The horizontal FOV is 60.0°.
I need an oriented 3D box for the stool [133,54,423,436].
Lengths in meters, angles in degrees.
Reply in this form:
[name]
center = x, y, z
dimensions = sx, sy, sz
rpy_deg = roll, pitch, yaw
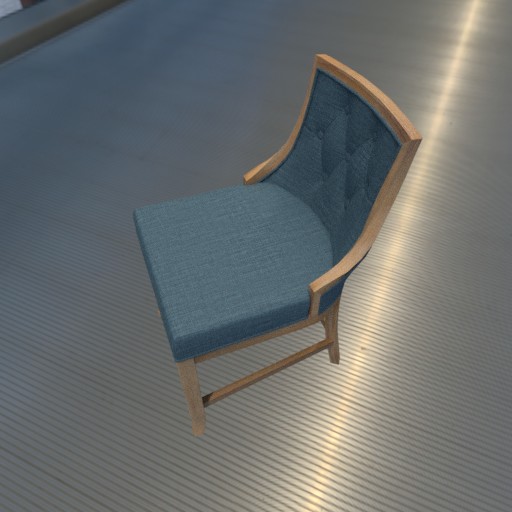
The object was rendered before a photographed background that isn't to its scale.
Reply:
[stool]
center = 0.000, 0.000, 1.318
dimensions = 0.626, 0.938, 0.524
rpy_deg = -16, 49, -14
